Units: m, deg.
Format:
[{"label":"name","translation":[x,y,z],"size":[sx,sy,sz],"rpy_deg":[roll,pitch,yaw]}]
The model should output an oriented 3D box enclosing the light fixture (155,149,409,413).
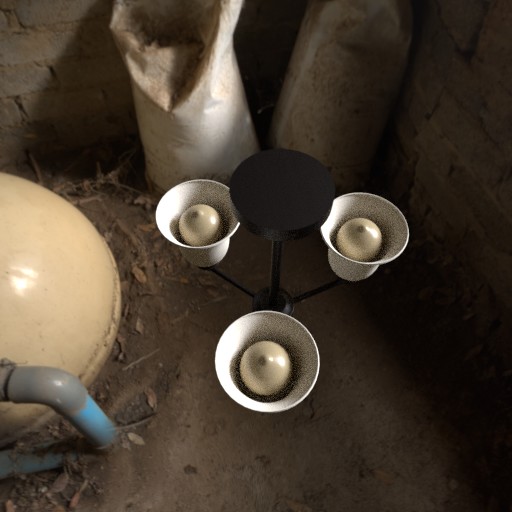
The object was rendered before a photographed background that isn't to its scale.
[{"label":"light fixture","translation":[0.000,0.000,0.672],"size":[0.354,0.370,0.388],"rpy_deg":[32,64,18]}]
